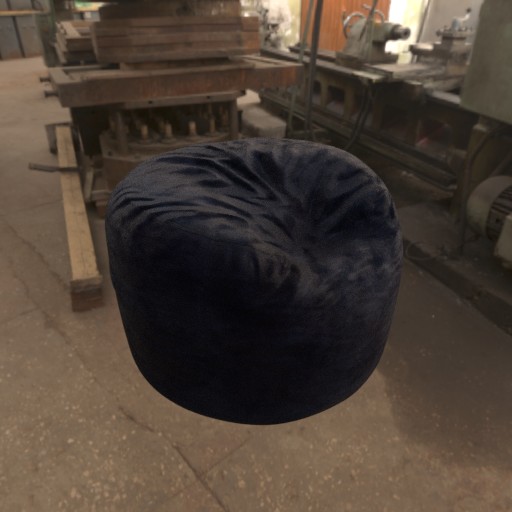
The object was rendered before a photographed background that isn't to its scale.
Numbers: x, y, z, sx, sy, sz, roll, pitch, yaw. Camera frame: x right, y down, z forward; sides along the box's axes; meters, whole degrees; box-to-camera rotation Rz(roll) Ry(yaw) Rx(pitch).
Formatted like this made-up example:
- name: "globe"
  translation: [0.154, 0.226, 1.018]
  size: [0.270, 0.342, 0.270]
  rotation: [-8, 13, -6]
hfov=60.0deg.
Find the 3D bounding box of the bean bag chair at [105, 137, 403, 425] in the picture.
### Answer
- name: "bean bag chair"
  translation: [0.000, 0.000, 1.456]
  size: [0.918, 0.616, 0.918]
  rotation: [0, 31, 0]
